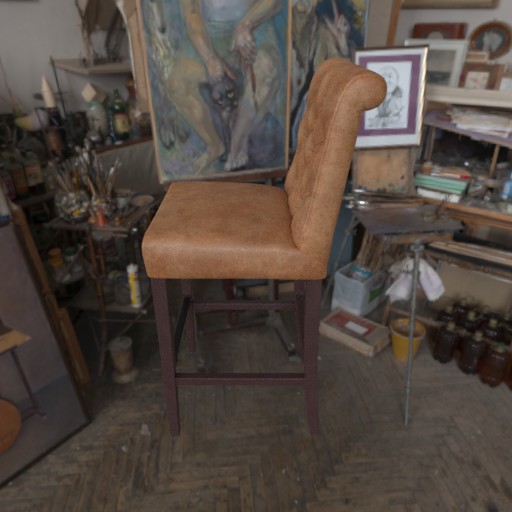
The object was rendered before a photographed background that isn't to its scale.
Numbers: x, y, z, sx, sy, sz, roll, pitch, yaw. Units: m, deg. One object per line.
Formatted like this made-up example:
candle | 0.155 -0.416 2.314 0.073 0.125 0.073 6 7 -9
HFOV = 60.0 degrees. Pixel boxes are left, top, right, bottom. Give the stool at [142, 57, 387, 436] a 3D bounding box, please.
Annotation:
stool | 0.000 0.000 1.422 0.601 1.140 0.493 0 28 0
